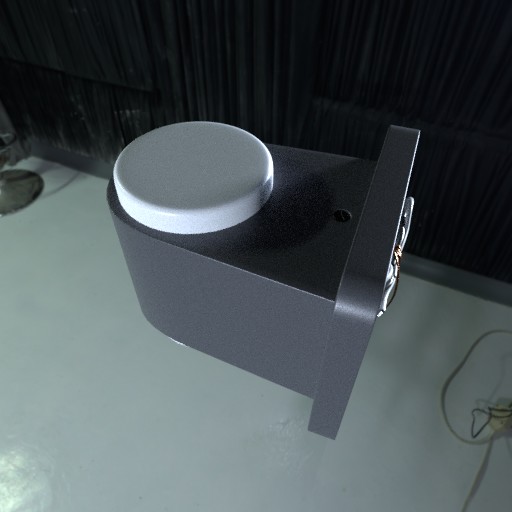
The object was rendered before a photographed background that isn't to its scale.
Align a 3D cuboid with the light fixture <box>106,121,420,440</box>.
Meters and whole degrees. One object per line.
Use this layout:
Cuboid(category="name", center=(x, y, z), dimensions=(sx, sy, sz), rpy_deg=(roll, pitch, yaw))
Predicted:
Cuboid(category="light fixture", center=(0.000, 0.000, 0.214), dimensions=(0.132, 0.109, 0.109), rpy_deg=(15, 49, 14))
